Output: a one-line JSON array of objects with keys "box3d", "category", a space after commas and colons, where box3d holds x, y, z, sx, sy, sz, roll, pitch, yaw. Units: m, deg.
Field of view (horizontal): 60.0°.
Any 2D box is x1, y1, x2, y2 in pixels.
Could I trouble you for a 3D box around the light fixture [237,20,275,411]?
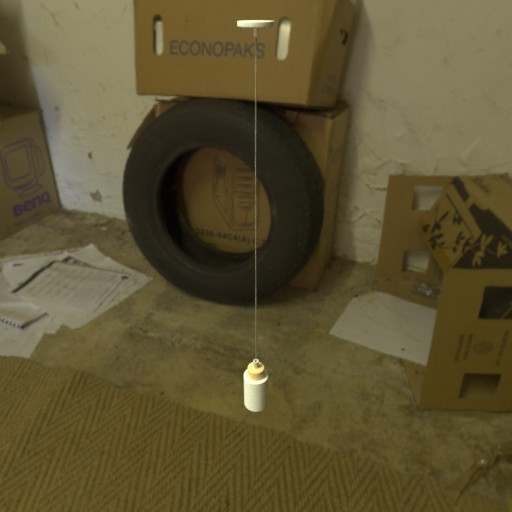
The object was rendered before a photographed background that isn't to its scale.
[{"box3d": [0.000, 0.000, 1.917, 0.125, 1.798, 0.125, -1, 30, -1], "category": "light fixture"}]
